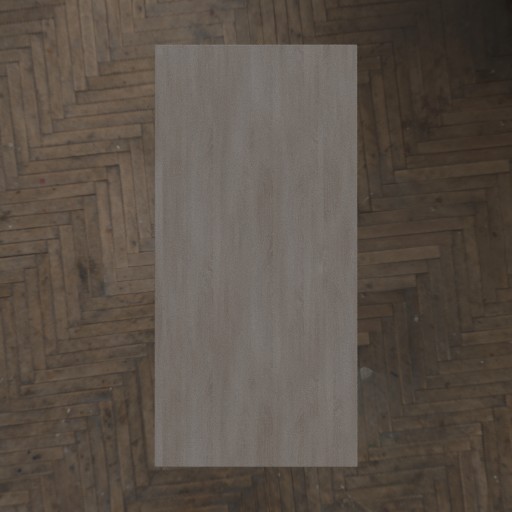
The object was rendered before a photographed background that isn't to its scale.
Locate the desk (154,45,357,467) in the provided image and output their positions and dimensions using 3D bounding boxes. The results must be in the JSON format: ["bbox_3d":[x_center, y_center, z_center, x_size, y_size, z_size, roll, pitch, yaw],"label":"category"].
[{"bbox_3d":[0.000,0.000,1.697,0.600,0.770,1.251,0,90,0],"label":"desk"}]
